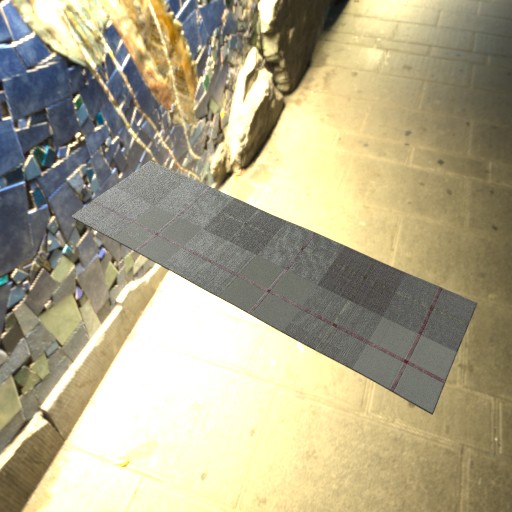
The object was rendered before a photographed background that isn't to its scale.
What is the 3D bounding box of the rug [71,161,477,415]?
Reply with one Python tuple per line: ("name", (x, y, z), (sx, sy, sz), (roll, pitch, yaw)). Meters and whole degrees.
("rug", (0.000, 0.000, 2.698), (2.439, 0.013, 0.762), (26, 52, 22))
